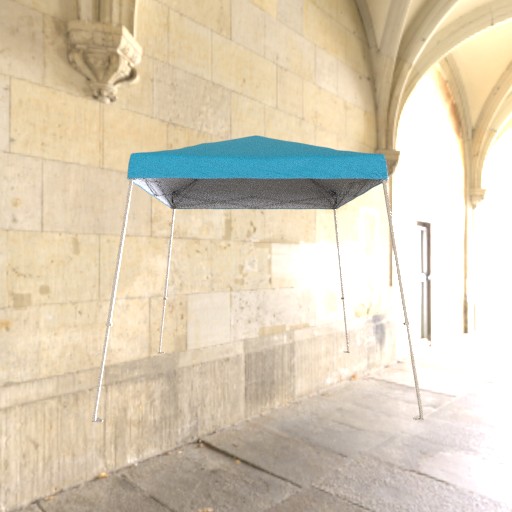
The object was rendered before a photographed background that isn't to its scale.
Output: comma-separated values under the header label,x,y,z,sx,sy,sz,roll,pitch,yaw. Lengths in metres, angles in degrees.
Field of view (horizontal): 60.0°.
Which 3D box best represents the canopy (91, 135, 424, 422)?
label,x,y,z,sx,sy,sz,roll,pitch,yaw
canopy,0.000,0.000,5.224,2.848,2.849,2.849,0,-1,-1
